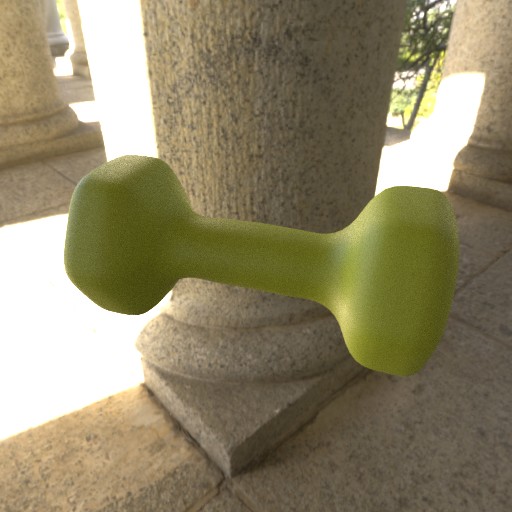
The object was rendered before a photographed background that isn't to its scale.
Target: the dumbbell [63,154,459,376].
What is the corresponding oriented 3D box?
[{"bbox_3d":[0.000,0.000,0.200,0.164,0.072,0.080,10,33,16],"label":"dumbbell"}]
